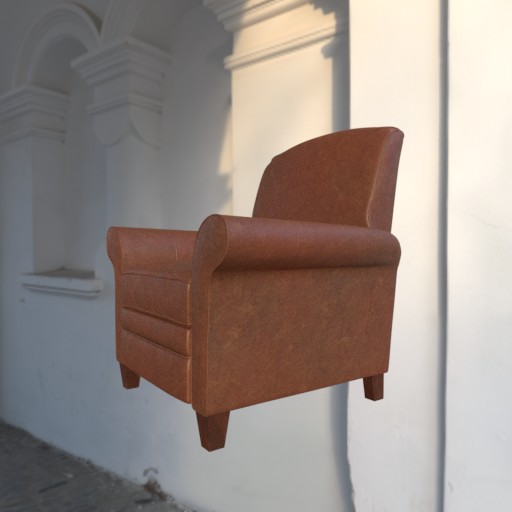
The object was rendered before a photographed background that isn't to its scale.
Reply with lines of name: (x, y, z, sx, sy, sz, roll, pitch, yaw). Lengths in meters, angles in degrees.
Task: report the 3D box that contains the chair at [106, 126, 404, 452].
chair: (0.000, 0.000, 1.737, 0.902, 1.061, 0.978, -1, 1, -36)
